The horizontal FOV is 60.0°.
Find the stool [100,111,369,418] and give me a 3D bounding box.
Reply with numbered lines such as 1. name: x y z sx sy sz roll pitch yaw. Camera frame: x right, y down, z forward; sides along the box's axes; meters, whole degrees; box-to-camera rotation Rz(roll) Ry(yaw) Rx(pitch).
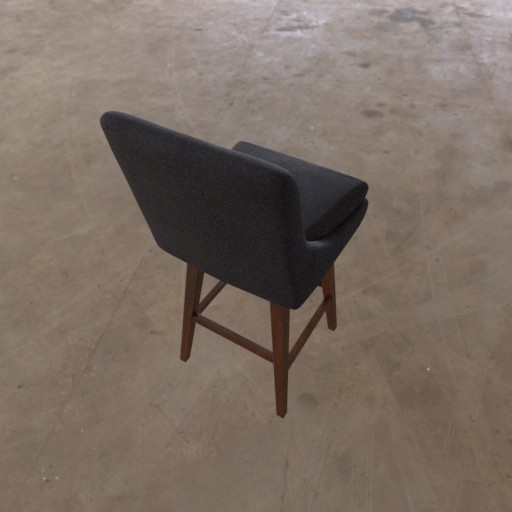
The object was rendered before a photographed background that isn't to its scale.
1. stool: 0.000 0.000 1.360 0.489 1.068 0.572 23 50 21
